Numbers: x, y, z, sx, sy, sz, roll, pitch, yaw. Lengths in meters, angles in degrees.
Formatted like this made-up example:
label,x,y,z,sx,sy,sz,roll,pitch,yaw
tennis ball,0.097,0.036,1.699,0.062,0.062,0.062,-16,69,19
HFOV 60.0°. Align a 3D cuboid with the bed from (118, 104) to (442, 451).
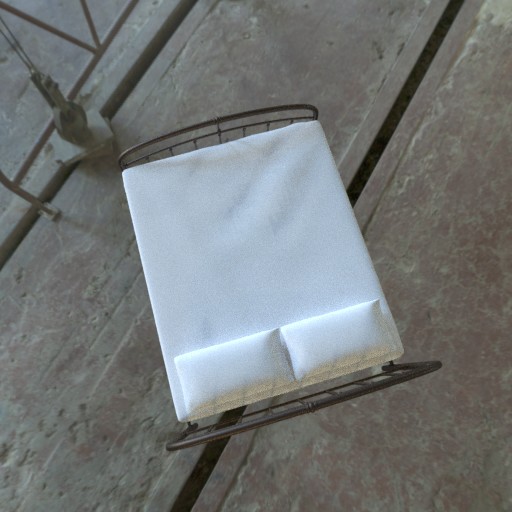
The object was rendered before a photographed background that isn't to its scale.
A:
label,x,y,z,sx,sy,sz,roll,pitch,yaw
bed,0.000,0.000,3.275,1.711,1.425,2.180,-16,75,-4
